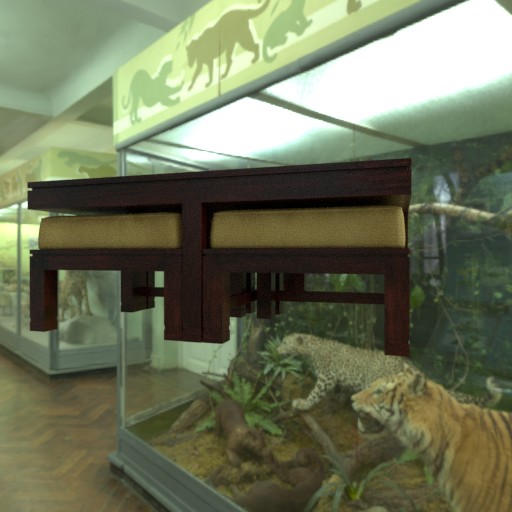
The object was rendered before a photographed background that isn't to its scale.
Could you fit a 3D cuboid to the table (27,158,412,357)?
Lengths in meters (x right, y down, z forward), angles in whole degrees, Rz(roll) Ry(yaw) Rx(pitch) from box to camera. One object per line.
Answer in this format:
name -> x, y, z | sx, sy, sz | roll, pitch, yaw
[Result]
table -> 0.000, 0.000, 1.335 | 0.865, 0.356, 0.865 | 0, 0, 18
